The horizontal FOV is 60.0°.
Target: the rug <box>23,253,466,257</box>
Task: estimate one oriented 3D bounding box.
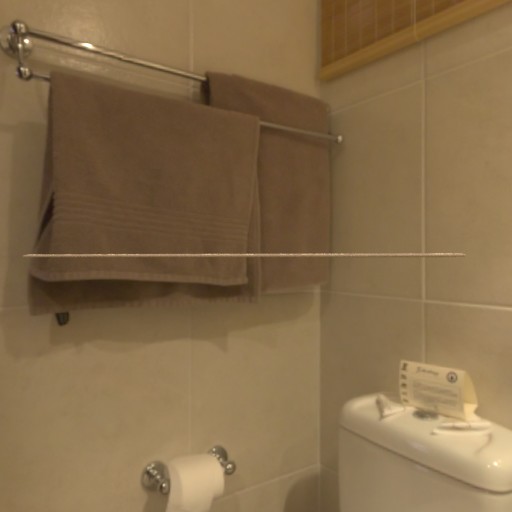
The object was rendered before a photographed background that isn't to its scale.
[{"bbox_3d":[0.000,0.000,3.461,2.746,0.018,1.819,0,0,18],"label":"rug"}]
